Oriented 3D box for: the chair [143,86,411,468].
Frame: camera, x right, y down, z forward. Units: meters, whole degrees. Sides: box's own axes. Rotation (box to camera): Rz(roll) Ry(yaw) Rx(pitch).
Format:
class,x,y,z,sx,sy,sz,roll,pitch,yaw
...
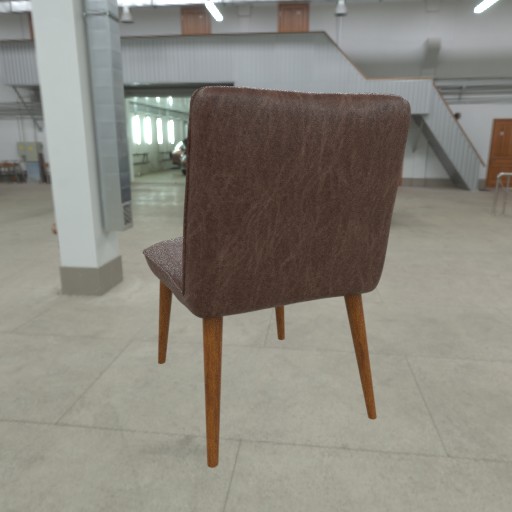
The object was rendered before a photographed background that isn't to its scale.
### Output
class,x,y,z,sx,sy,sz,roll,pitch,yaw
chair,0.000,0.000,1.211,0.543,0.803,0.645,-8,17,-27
